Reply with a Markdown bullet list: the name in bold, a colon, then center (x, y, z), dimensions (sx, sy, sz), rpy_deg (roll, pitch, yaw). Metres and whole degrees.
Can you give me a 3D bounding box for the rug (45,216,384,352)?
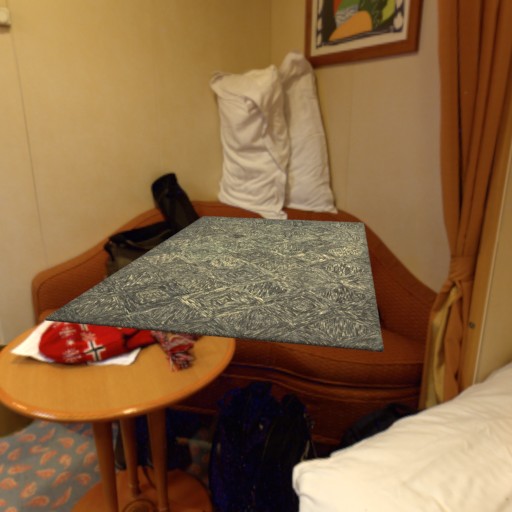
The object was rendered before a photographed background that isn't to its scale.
- **rug**: center (0.000, 0.000, 2.952), dimensions (1.478, 0.017, 2.330), rpy_deg (3, 17, 11)
